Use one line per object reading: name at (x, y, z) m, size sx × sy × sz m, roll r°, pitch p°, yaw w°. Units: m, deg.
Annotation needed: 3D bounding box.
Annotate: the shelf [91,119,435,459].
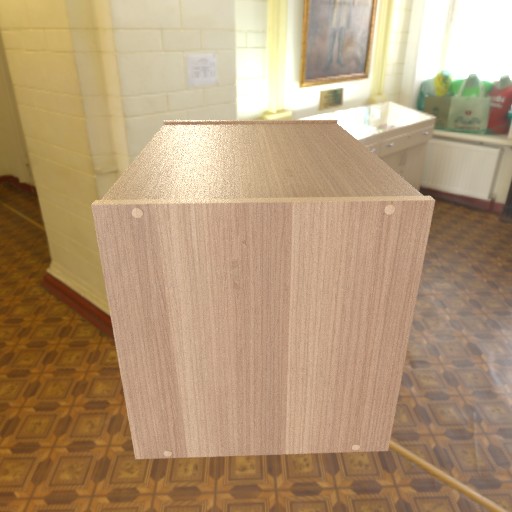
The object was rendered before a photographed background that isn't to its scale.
shelf at (0.000, 0.000, 0.626) m, size 0.290 × 0.305 × 0.415 m, roll -1°, pitch 26°, yaw -2°
